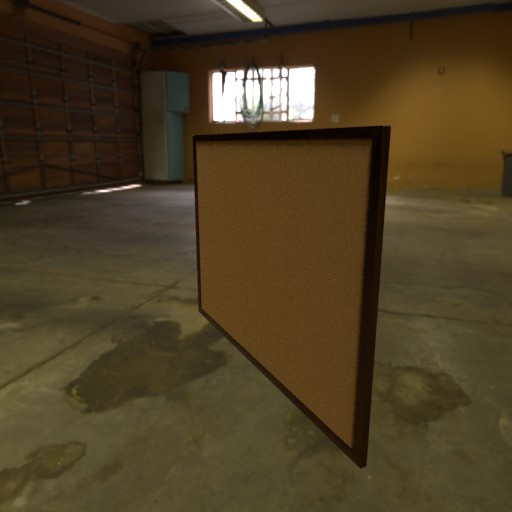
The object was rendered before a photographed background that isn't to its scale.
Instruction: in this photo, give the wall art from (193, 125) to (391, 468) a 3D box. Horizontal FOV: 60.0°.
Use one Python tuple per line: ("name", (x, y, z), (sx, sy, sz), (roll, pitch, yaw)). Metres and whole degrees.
("wall art", (0.000, 0.000, 1.039), (0.014, 0.559, 0.816), (-7, 16, -26))
